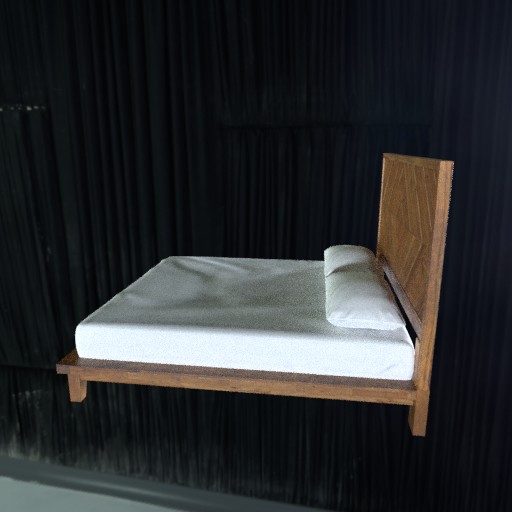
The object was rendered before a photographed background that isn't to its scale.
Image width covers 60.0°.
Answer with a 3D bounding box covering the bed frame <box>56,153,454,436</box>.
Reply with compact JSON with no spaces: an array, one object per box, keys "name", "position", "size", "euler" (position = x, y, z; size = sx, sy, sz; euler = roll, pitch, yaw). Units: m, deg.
[{"name":"bed frame","position":[0.000,0.000,3.474],"size":[2.235,1.537,2.038],"euler":[2,14,8]}]
